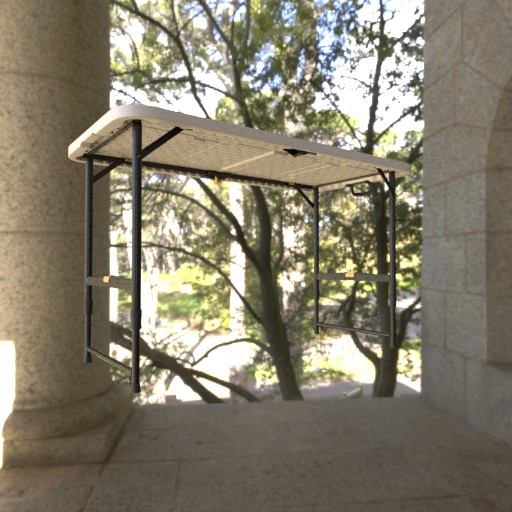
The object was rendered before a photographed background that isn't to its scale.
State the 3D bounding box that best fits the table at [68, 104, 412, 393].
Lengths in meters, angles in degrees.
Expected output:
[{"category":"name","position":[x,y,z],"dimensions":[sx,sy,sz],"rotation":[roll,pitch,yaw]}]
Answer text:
[{"category":"table","position":[0.000,0.000,1.676],"dimensions":[1.245,0.737,0.611],"rotation":[1,-2,-36]}]
